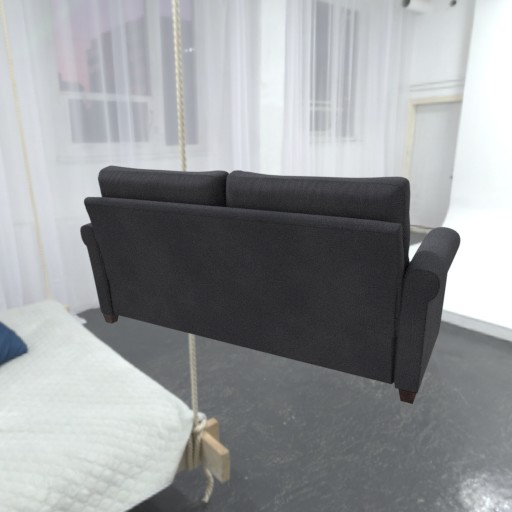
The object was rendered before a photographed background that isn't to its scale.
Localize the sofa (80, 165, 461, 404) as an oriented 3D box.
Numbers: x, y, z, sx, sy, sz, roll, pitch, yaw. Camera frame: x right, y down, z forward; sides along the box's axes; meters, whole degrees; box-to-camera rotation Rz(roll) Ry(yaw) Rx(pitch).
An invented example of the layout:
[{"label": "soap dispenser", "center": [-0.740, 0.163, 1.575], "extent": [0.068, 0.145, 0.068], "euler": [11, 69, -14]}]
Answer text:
[{"label": "sofa", "center": [0.000, 0.000, 2.393], "extent": [1.935, 0.942, 0.842], "euler": [8, 17, 28]}]
